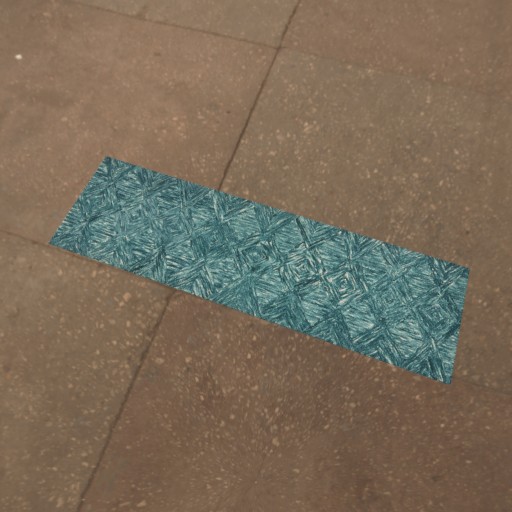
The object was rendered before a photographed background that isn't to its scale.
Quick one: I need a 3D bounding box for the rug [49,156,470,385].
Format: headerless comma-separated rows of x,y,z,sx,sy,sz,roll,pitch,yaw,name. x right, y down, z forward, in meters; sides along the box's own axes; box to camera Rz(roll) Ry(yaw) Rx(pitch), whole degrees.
0.000,0.000,2.502,2.286,0.016,0.676,18,64,9,rug
